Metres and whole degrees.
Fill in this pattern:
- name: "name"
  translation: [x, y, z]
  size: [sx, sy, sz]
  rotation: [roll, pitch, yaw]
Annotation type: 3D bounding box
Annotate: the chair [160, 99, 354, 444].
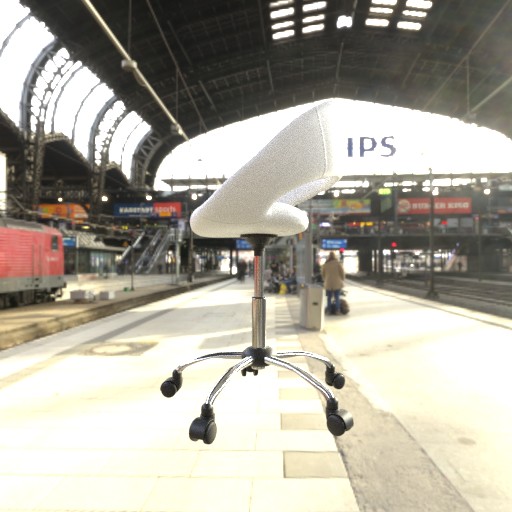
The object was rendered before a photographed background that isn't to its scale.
- name: "chair"
  translation: [0.000, 0.000, 1.209]
  size: [0.538, 0.791, 0.612]
  rotation: [0, -1, 0]
